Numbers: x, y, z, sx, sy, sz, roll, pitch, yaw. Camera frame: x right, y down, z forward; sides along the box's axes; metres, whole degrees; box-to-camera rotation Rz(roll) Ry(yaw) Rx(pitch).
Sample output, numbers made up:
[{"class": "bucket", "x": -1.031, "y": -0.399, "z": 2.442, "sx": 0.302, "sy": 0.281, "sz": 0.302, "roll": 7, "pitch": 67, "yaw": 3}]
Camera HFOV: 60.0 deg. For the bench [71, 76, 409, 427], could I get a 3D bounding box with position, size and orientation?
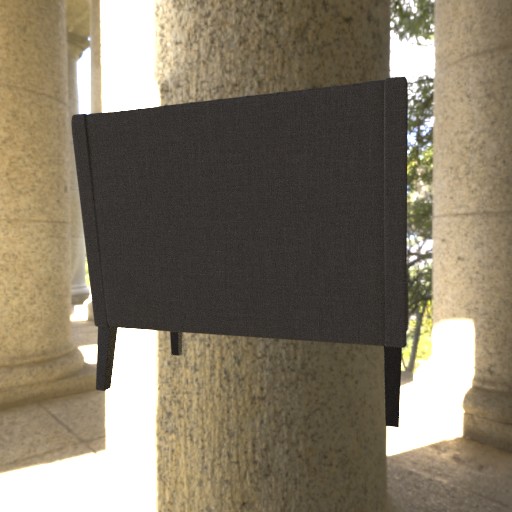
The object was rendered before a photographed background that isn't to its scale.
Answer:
[{"class": "bench", "x": 0.000, "y": 0.000, "z": 1.948, "sx": 1.276, "sy": 1.121, "sz": 0.842, "roll": 0, "pitch": 1, "yaw": 19}]
